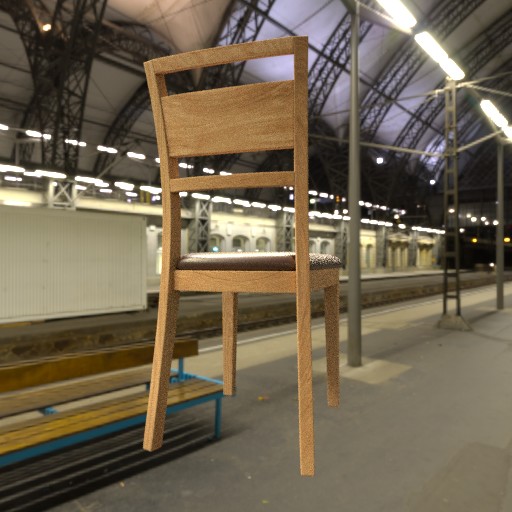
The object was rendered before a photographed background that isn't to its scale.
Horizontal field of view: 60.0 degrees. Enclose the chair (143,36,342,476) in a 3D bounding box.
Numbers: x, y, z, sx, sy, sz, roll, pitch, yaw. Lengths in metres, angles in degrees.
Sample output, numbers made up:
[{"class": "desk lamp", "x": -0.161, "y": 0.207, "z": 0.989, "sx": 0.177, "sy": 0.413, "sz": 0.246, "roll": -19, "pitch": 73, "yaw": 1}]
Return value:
[{"class": "chair", "x": 0.000, "y": 0.000, "z": 1.229, "sx": 0.420, "sy": 0.940, "sz": 0.545, "roll": 0, "pitch": 0, "yaw": 19}]
